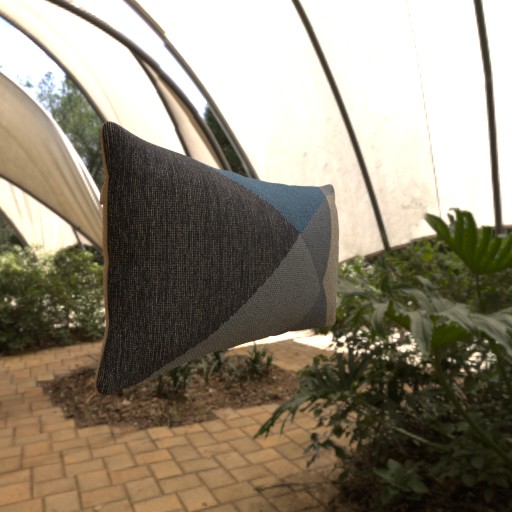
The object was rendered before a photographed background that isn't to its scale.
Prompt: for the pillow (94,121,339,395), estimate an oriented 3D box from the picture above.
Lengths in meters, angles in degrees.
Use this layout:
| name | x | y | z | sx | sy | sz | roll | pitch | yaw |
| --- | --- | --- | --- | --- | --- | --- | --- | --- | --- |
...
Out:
| name | x | y | z | sx | sy | sz | roll | pitch | yaw |
| --- | --- | --- | --- | --- | --- | --- | --- | --- | --- |
| pillow | 0.000 | 0.000 | 0.724 | 0.148 | 0.307 | 0.604 | 0 | 0 | 35 |
